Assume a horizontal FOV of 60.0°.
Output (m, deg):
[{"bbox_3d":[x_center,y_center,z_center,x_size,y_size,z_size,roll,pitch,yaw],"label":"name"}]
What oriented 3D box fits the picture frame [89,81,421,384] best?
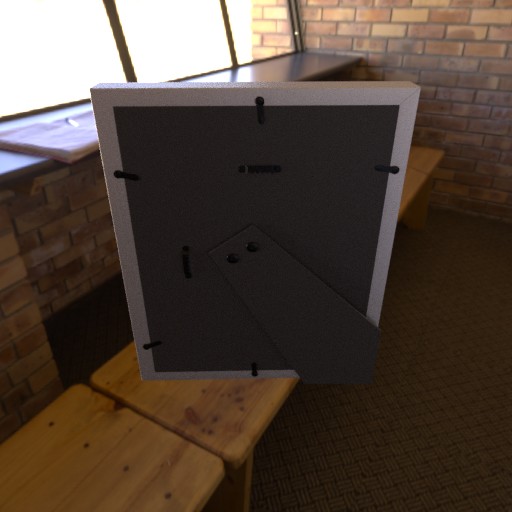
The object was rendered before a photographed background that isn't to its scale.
[{"bbox_3d":[0.000,0.000,0.388,0.233,0.282,0.036,-1,30,-1],"label":"picture frame"}]
